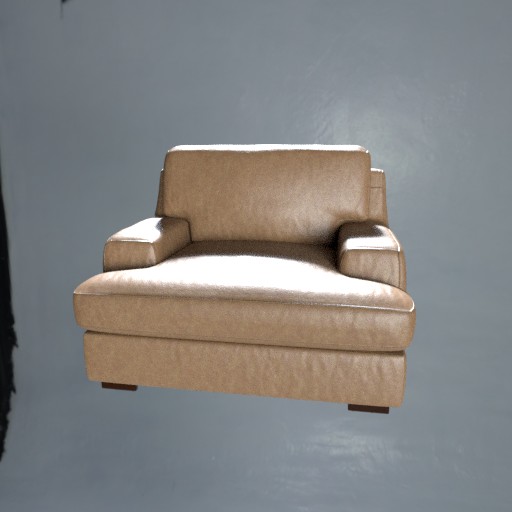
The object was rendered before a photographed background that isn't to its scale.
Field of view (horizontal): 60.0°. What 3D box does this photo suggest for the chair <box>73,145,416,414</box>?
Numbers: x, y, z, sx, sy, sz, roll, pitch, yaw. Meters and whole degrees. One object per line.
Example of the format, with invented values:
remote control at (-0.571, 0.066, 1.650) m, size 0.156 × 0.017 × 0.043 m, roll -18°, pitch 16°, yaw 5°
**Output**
chair at (0.000, 0.000, 2.003) m, size 1.276 × 0.978 × 1.050 m, roll 2°, pitch 14°, yaw 9°
